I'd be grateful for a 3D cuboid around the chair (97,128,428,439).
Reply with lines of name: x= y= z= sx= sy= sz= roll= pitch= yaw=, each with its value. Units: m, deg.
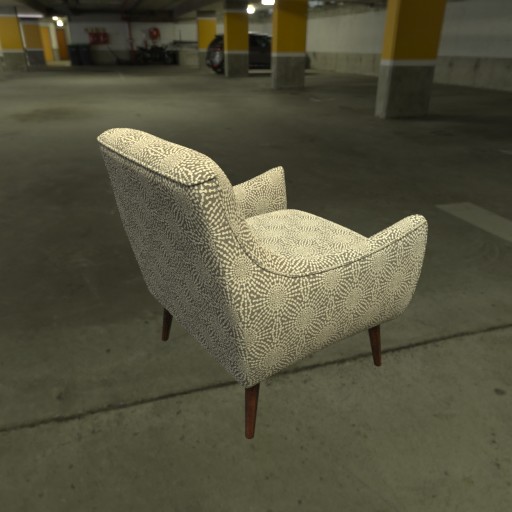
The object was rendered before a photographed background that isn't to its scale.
chair: x=0.000 y=0.000 z=1.479 sx=0.787 sy=0.838 sz=0.762 roll=-17 pitch=30 yaw=-31
